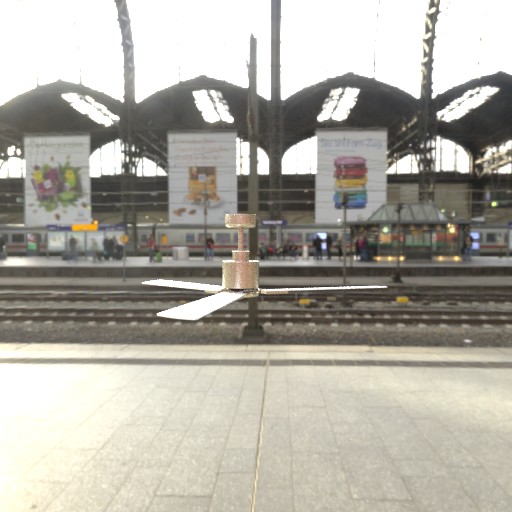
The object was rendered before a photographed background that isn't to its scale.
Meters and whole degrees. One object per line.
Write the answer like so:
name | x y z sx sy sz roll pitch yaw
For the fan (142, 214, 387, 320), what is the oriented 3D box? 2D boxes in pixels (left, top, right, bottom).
fan | 0.000 0.000 2.341 1.561 0.446 1.531 0 2 1
